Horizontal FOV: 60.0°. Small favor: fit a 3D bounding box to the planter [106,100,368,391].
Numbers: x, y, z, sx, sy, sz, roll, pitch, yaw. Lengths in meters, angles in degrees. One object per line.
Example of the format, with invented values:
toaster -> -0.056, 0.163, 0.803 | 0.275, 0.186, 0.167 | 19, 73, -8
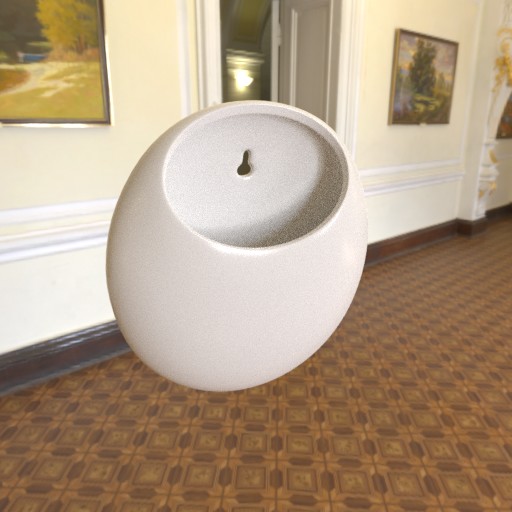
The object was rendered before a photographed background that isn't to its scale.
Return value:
planter -> 0.000, 0.000, 0.283 | 0.185, 0.188, 0.043 | -9, 19, -28
